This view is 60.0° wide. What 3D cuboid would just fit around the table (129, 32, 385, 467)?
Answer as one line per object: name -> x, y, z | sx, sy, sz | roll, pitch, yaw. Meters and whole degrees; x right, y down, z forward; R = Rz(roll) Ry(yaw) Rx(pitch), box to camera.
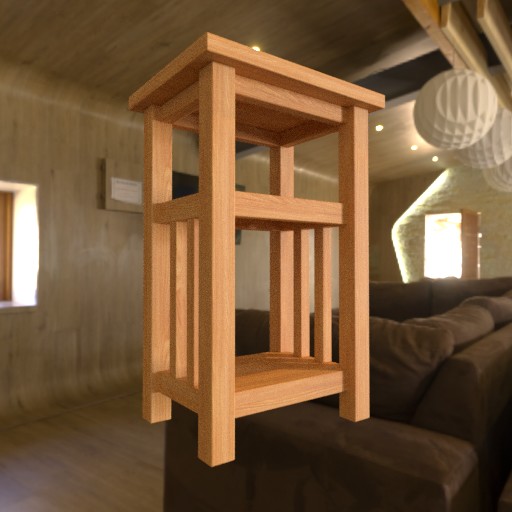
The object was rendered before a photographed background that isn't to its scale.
table -> 0.000, 0.000, 0.758 | 0.350, 0.550, 0.270 | 1, -1, -36
